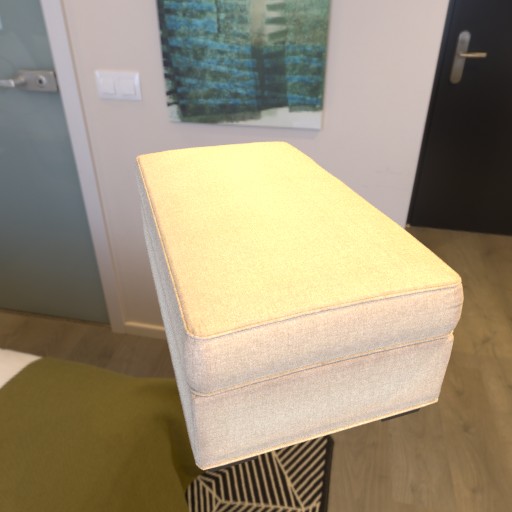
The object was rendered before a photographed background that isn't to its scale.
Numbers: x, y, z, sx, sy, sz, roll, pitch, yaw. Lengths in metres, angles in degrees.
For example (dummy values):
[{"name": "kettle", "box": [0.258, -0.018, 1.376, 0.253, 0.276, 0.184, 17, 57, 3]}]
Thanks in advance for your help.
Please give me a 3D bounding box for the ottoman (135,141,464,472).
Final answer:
[{"name": "ottoman", "box": [0.000, 0.000, 1.380, 0.617, 0.448, 1.097, -9, 32, -15]}]
